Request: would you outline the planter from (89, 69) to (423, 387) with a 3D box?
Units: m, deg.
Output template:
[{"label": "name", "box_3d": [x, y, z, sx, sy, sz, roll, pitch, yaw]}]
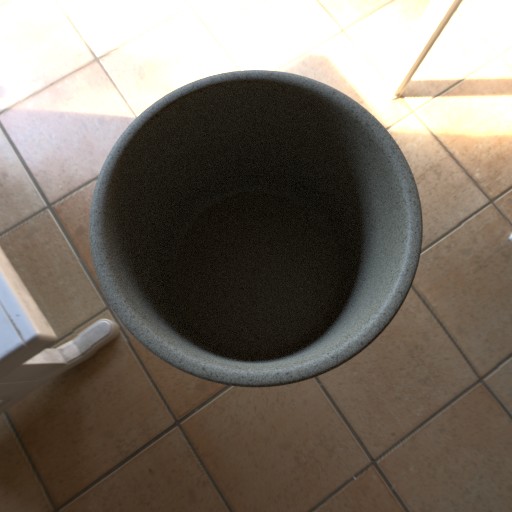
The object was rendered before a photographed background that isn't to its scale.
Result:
[{"label": "planter", "box_3d": [0.000, 0.000, 0.349, 0.191, 0.200, 0.191, 0, 76, 0]}]
